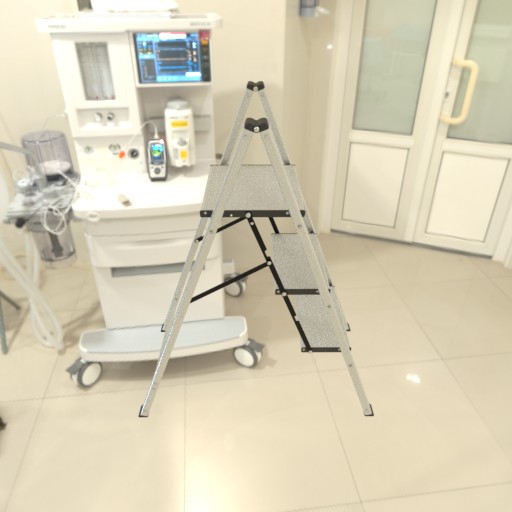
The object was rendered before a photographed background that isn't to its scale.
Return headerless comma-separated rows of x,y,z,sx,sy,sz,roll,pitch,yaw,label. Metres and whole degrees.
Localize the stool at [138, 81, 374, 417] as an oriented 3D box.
0.000,0.000,1.316,0.730,0.902,0.441,0,32,0,stool
